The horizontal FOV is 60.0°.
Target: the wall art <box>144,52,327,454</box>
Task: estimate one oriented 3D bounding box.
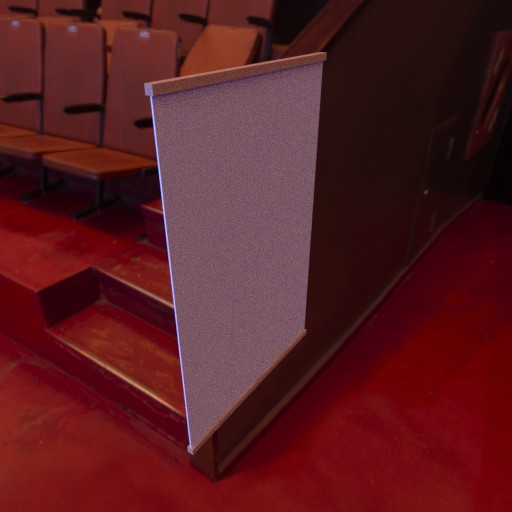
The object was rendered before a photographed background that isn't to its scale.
[{"bbox_3d":[0.000,0.000,1.903,0.030,1.519,0.990,19,35,30],"label":"wall art"}]
